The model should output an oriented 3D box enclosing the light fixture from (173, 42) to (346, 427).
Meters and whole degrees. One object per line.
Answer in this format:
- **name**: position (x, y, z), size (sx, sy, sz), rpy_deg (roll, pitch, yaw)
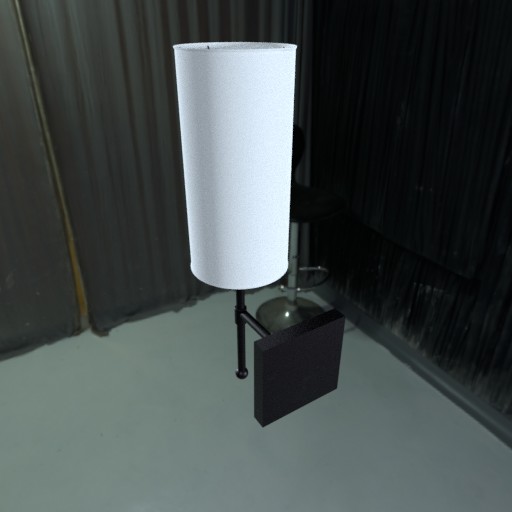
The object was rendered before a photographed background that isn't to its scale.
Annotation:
- **light fixture**: position (0.000, 0.000, 0.541), size (0.128, 0.462, 0.208), rpy_deg (-17, 33, -28)
